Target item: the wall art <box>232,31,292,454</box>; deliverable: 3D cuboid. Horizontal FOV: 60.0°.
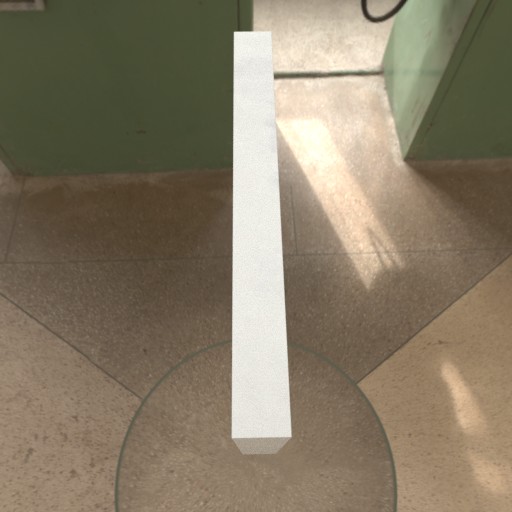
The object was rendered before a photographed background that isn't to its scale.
[{"bbox_3d":[0.000,0.000,0.478,0.038,0.254,0.381,-1,64,0],"label":"wall art"}]
